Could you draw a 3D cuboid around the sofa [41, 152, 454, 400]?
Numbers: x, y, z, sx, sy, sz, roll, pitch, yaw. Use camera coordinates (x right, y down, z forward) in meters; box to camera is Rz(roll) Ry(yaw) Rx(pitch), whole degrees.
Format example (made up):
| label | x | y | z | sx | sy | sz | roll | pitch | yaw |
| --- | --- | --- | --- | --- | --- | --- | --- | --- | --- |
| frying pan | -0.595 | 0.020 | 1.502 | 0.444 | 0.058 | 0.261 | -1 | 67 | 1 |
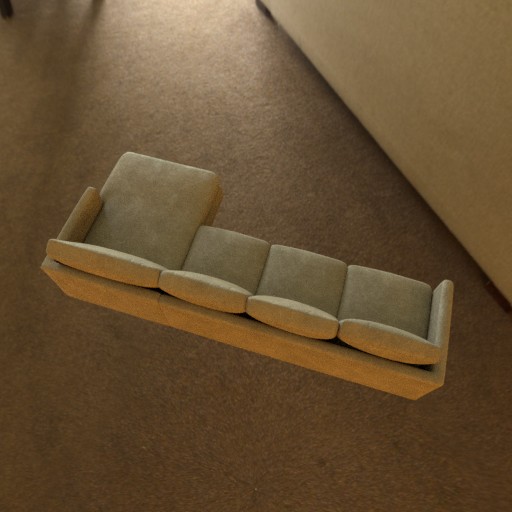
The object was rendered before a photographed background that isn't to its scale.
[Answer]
| label | x | y | z | sx | sy | sz | roll | pitch | yaw |
| --- | --- | --- | --- | --- | --- | --- | --- | --- | --- |
| sofa | 0.000 | 0.000 | 4.159 | 3.471 | 0.950 | 1.604 | 15 | 63 | 8 |
